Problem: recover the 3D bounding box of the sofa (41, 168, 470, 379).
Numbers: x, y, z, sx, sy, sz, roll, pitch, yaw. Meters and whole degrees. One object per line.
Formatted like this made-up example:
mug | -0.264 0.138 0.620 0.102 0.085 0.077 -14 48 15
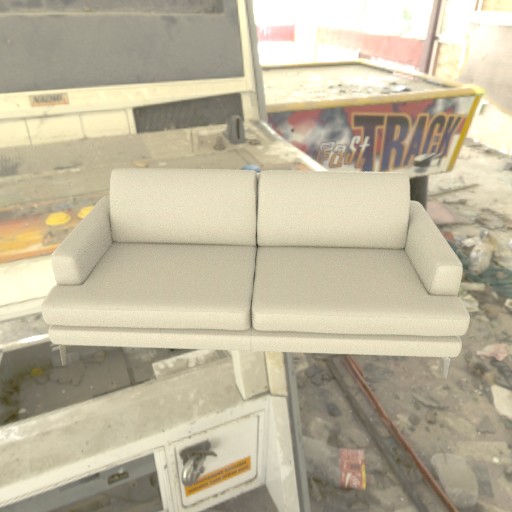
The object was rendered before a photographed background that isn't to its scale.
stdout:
sofa | 0.000 0.000 2.371 1.940 0.765 0.974 1 30 2
